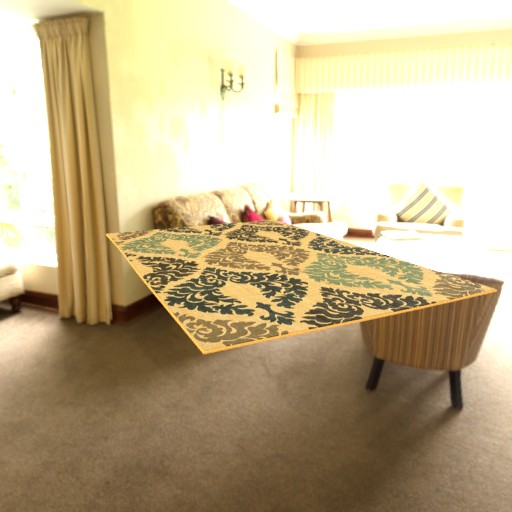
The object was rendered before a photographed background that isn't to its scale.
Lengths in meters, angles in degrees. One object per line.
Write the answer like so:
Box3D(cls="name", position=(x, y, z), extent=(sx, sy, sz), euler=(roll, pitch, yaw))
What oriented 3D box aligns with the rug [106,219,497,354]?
Box3D(cls="rug", position=(0.000, 0.000, 2.818), extent=(1.514, 0.014, 2.275), euler=(-7, 16, -25))
